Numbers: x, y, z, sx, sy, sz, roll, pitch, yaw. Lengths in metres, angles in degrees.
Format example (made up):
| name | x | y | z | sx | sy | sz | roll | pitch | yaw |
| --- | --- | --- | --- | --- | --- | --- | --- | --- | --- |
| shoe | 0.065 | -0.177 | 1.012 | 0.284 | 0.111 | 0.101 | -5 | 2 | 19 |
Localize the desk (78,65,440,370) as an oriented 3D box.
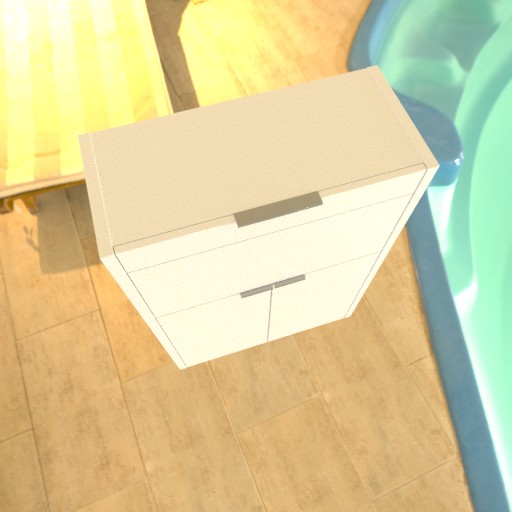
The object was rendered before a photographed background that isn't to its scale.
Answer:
| name | x | y | z | sx | sy | sz | roll | pitch | yaw |
| --- | --- | --- | --- | --- | --- | --- | --- | --- | --- |
| desk | 0.000 | 0.000 | 1.660 | 0.850 | 1.190 | 0.390 | -16 | 65 | -8 |
